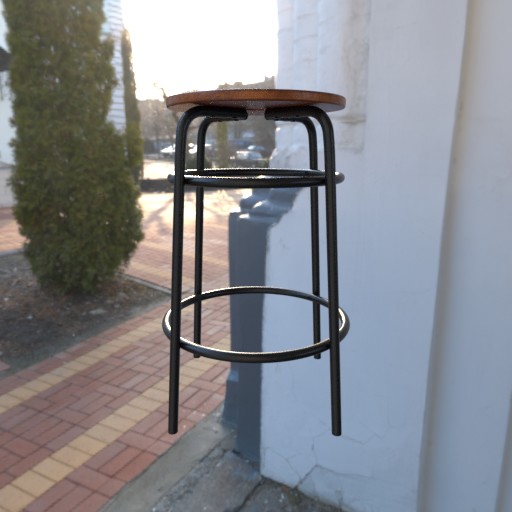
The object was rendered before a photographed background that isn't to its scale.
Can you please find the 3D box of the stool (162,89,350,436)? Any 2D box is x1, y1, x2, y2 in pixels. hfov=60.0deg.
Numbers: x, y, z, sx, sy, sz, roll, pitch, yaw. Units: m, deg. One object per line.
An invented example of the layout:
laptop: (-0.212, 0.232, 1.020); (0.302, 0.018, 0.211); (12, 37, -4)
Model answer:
stool: (0.000, 0.000, 0.913); (0.455, 0.610, 0.455); (-13, 19, -42)
